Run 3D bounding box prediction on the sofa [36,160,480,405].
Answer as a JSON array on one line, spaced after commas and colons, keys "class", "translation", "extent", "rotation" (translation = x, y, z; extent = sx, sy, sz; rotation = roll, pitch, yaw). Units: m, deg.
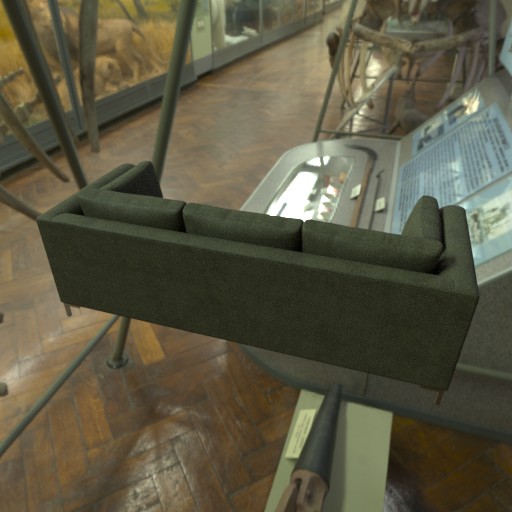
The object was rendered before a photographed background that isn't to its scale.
[{"class": "sofa", "translation": [0.000, 0.000, 2.840], "extent": [2.415, 0.867, 0.969], "rotation": [10, 34, 15]}]
